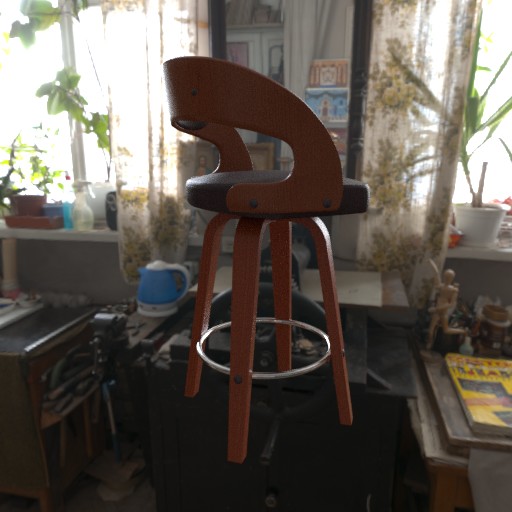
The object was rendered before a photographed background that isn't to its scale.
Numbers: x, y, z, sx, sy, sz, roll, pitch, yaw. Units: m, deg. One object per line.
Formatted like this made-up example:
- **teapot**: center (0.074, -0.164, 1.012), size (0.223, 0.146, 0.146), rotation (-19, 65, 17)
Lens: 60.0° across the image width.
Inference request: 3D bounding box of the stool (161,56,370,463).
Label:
- **stool**: center (0.000, 0.000, 1.188), size (0.457, 0.940, 0.457), rotation (-7, 15, -26)
